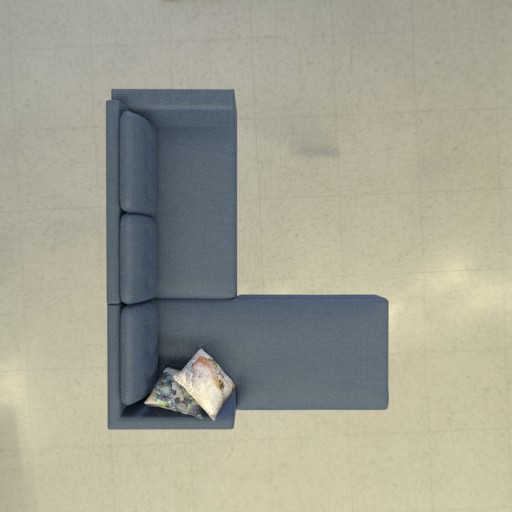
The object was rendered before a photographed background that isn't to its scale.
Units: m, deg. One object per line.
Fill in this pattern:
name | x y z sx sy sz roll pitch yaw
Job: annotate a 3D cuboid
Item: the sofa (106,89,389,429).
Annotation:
sofa | 0.000 0.000 3.007 1.829 0.787 2.120 0 91 0
